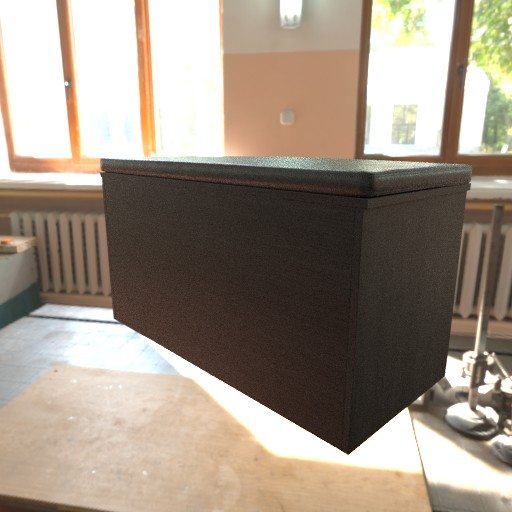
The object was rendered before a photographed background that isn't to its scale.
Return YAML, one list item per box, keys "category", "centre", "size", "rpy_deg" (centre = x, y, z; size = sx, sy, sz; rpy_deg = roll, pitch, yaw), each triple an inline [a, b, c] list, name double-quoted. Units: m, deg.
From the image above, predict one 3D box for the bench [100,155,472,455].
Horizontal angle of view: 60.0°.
- category: "bench"
  centre: [0.000, 0.000, 1.170]
  size: [0.401, 0.501, 0.905]
  rpy_deg: [-13, 20, -42]
